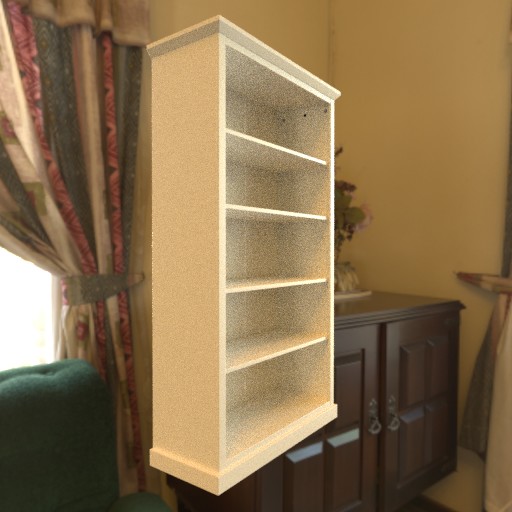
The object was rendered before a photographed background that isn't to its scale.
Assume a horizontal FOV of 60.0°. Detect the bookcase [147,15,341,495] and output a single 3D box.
[{"bbox_3d":[0.000,0.000,2.273,0.432,1.880,1.050,1,1,37],"label":"bookcase"}]
